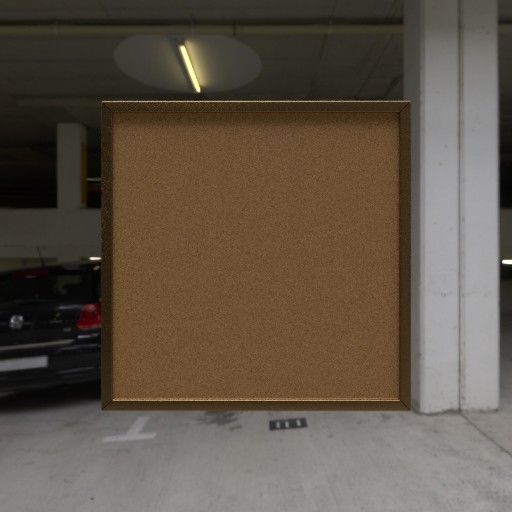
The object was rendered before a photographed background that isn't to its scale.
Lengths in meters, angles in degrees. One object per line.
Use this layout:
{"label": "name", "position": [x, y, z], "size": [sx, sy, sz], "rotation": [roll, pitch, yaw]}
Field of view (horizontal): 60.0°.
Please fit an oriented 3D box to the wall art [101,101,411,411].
{"label": "wall art", "position": [0.000, 0.000, 0.454], "size": [0.305, 0.305, 0.037], "rotation": [0, 0, 0]}
